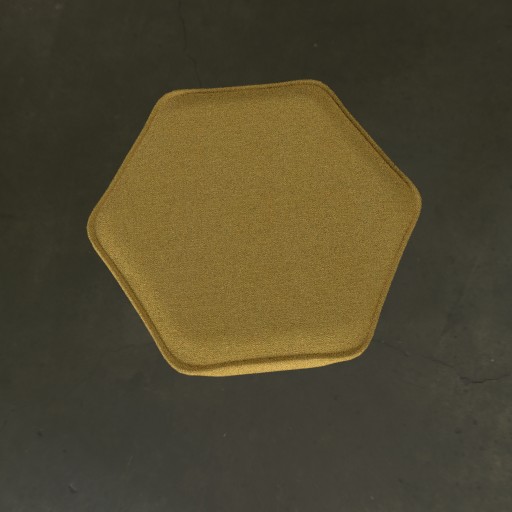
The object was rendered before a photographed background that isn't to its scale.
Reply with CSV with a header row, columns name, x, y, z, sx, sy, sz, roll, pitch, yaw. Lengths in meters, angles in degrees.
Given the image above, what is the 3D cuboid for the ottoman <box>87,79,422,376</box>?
name,x,y,z,sx,sy,sz,roll,pitch,yaw
ottoman,0.000,0.000,0.870,0.494,0.502,0.443,-5,75,-1
